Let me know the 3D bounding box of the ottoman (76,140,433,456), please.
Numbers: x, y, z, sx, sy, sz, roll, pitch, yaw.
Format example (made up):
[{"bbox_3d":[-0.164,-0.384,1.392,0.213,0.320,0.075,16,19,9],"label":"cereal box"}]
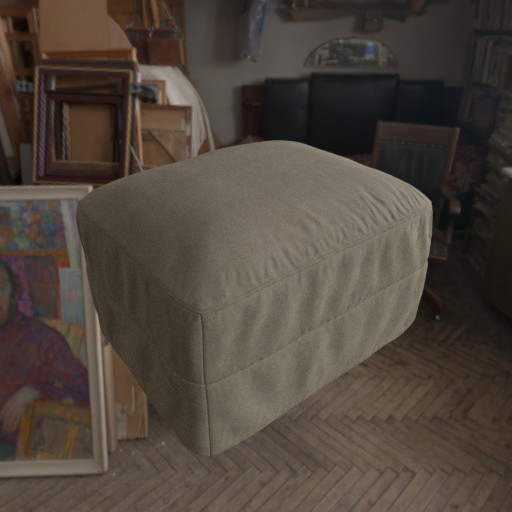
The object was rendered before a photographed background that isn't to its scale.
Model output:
[{"bbox_3d":[0.000,0.000,1.094,0.712,0.480,0.584,-21,35,-33],"label":"ottoman"}]
